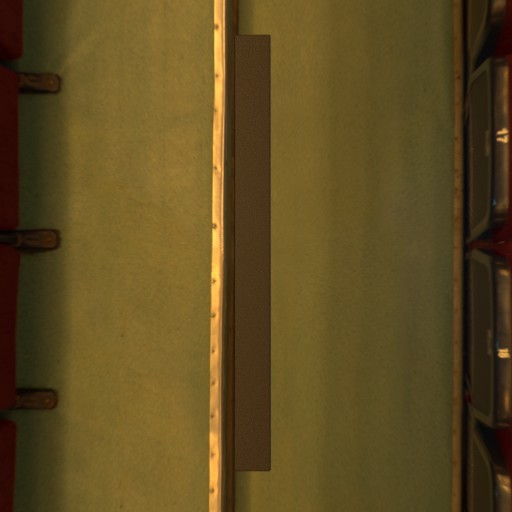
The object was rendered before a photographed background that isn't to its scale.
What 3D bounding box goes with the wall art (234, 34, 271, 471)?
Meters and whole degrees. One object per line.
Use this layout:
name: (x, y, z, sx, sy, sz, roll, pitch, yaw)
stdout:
wall art: (0.000, 0.000, 0.523, 0.028, 0.381, 0.328, 0, 89, 1)
